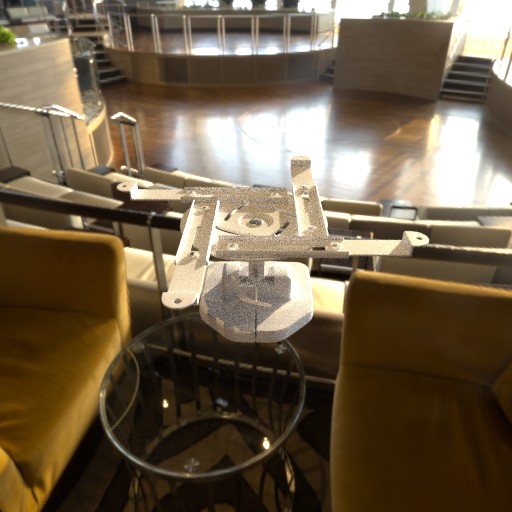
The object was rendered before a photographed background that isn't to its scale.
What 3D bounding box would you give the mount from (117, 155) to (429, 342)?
[{"bbox_3d":[0.000,0.000,0.602,0.394,0.141,0.394,1,33,1],"label":"mount"}]
